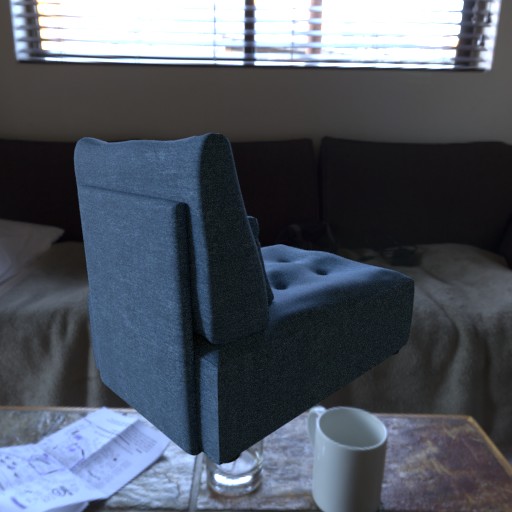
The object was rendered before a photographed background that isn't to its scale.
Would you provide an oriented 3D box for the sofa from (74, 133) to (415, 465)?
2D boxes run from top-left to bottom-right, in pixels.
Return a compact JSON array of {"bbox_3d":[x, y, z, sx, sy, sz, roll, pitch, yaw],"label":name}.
[{"bbox_3d":[0.000,0.000,1.547,1.000,0.820,0.700,-14,21,-42],"label":"sofa"}]
